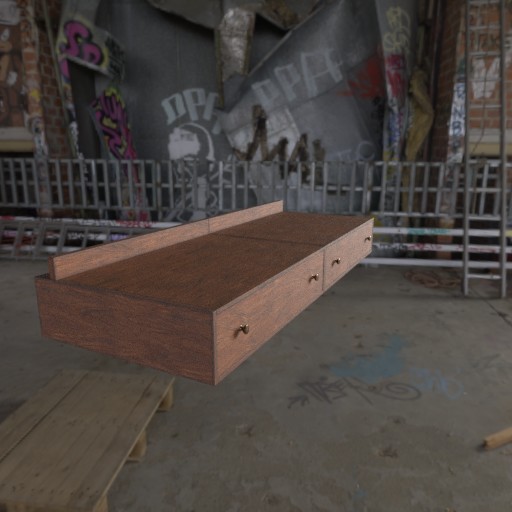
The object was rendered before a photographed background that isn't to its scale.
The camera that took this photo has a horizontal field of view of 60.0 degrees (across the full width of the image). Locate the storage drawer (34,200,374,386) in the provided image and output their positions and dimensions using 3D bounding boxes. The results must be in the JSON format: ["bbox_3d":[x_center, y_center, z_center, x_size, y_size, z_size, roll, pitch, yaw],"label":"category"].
[{"bbox_3d":[0.000,0.000,2.243,0.774,0.339,1.914,7,16,27],"label":"storage drawer"}]
